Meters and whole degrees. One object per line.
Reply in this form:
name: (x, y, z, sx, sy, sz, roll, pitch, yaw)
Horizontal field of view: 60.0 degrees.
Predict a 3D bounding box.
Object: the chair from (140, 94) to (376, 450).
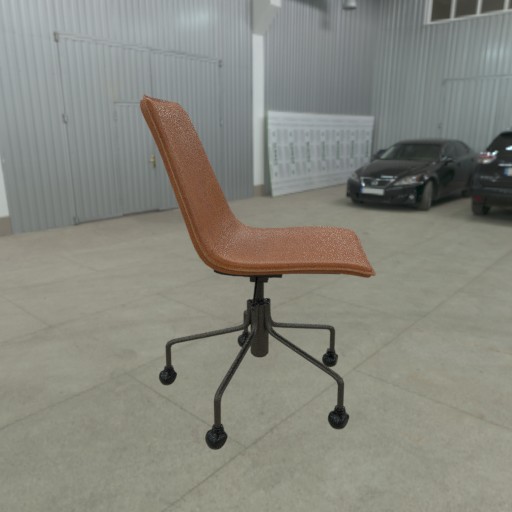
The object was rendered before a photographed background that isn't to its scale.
chair: (0.000, 0.000, 1.360, 0.660, 0.920, 0.651, 2, 16, 6)
